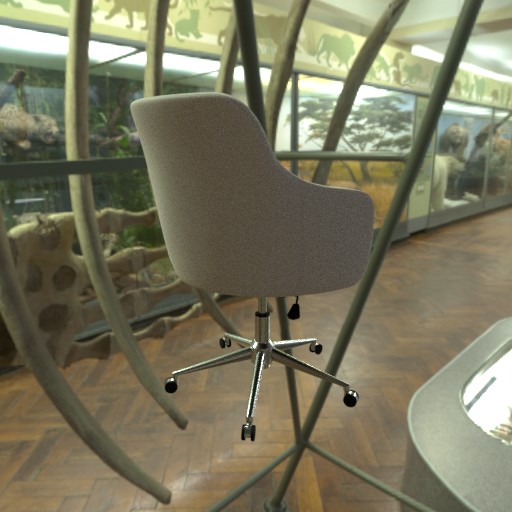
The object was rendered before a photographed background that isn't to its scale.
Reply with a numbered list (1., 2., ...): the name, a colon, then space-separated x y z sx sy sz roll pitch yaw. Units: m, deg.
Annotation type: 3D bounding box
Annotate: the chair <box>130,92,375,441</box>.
1. chair: 0.000 0.000 1.261 0.602 0.819 0.647 13 19 43
